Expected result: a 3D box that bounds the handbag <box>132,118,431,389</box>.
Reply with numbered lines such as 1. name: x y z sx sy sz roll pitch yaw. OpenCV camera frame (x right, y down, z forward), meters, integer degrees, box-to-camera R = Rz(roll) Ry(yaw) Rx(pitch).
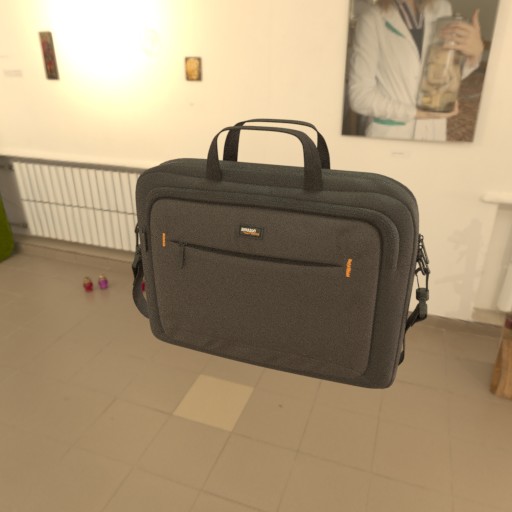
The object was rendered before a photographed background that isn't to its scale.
1. handbag: 0.000 0.000 0.424 0.320 0.244 0.089 9 26 18
